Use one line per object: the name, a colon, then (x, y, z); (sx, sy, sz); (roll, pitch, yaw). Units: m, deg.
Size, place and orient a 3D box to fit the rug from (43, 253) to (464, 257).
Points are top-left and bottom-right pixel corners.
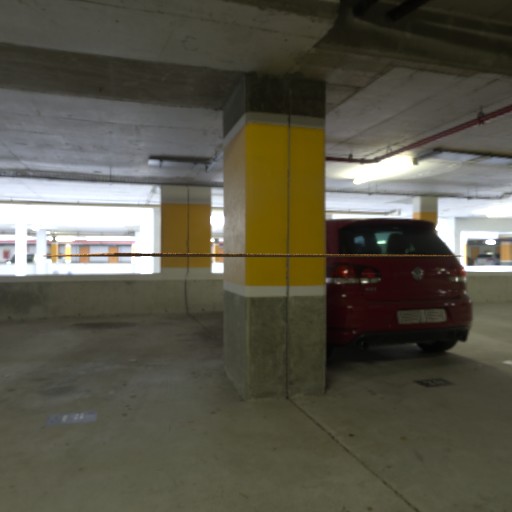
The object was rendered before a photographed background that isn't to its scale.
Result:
rug: (0.000, 0.000, 2.194); (1.747, 0.006, 1.143); (0, 0, -35)
